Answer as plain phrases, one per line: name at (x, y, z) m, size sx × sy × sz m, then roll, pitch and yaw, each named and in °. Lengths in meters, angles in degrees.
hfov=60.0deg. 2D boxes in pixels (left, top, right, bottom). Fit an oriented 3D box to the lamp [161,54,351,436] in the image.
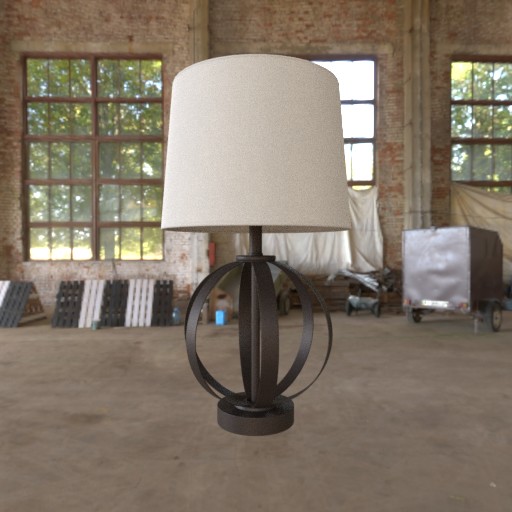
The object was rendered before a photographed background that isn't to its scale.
lamp at (0.000, 0.000, 0.684) m, size 0.286 × 0.510 × 0.286 m, roll 0°, pitch 1°, yaw 0°
